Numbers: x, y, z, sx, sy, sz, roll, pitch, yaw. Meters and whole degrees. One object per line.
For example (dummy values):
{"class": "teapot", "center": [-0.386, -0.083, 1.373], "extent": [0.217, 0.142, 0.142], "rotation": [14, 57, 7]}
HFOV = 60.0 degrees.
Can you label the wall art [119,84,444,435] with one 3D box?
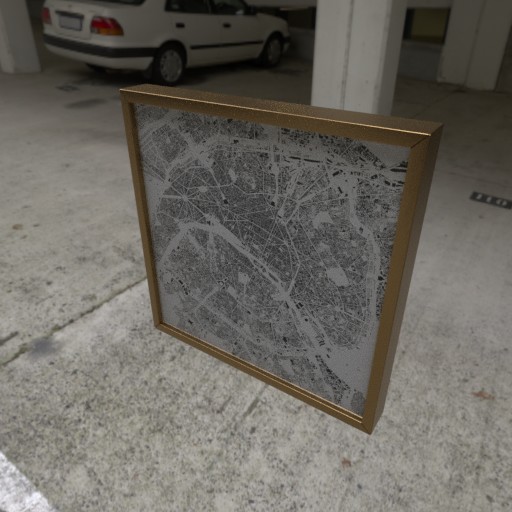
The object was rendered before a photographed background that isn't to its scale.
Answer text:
{"class": "wall art", "center": [0.000, 0.000, 0.458], "extent": [0.305, 0.305, 0.037], "rotation": [19, 35, 29]}
